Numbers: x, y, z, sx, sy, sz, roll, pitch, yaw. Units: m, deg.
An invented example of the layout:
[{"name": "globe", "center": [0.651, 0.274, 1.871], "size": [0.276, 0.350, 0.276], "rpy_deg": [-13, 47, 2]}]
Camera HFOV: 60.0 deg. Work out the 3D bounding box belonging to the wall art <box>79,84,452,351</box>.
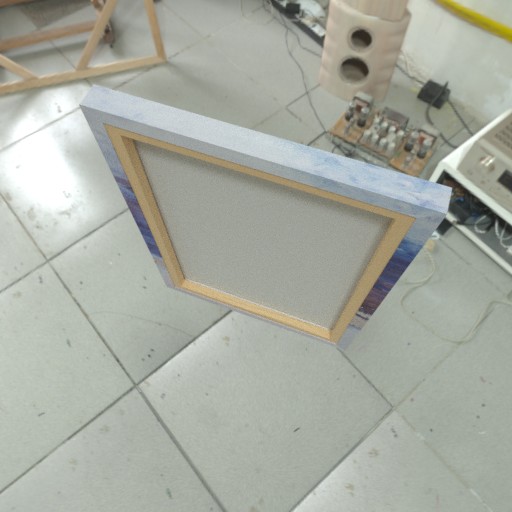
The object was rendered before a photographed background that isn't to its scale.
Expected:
[{"name": "wall art", "center": [0.000, 0.000, 0.762], "size": [0.437, 0.581, 0.036], "rpy_deg": [19, 66, 9]}]
